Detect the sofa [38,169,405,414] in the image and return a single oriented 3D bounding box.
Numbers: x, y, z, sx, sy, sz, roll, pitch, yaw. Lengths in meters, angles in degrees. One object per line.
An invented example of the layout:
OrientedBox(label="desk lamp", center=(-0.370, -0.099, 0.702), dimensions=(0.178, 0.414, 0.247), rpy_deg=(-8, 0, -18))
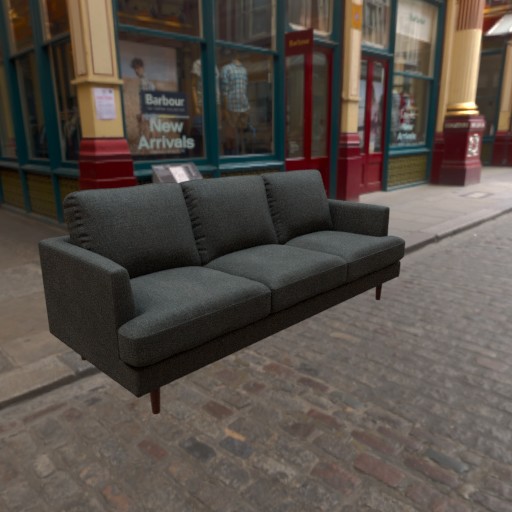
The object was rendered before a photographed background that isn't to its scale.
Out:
OrientedBox(label="sofa", center=(0.000, 0.000, 2.732), dimensions=(0.903, 0.930, 2.246), rpy_deg=(14, 21, 42))
